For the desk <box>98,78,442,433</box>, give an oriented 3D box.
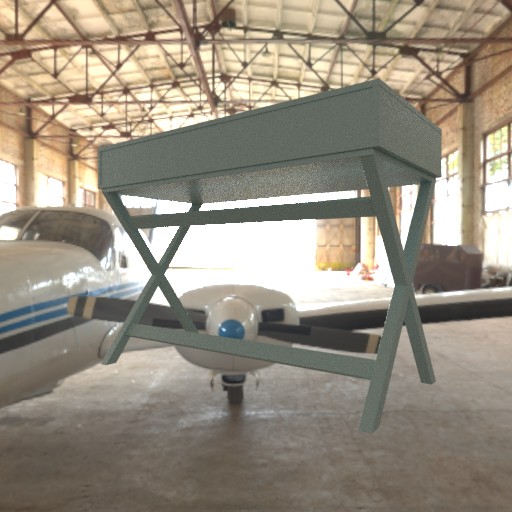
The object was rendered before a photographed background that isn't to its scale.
[{"bbox_3d":[0.000,0.000,1.488,1.059,0.780,0.509,0,0,37],"label":"desk"}]
